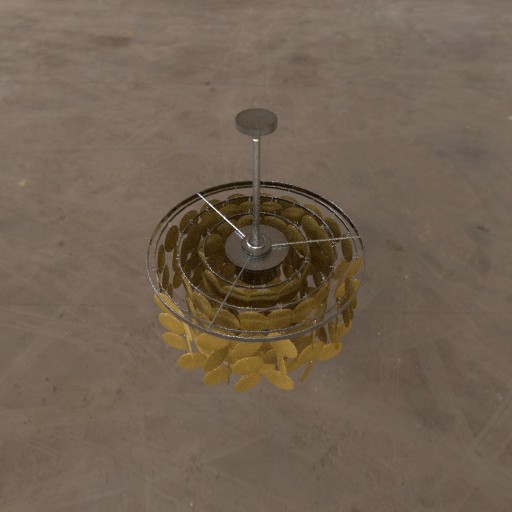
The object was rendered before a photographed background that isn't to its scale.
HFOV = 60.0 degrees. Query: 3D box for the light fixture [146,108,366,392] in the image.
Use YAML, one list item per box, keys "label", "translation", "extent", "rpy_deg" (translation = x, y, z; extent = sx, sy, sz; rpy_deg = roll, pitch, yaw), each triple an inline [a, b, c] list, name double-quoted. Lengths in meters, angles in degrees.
- label: "light fixture"
  translation: [0.000, 0.000, 0.734]
  extent: [0.368, 0.492, 0.368]
  rpy_deg: [0, 47, 0]
